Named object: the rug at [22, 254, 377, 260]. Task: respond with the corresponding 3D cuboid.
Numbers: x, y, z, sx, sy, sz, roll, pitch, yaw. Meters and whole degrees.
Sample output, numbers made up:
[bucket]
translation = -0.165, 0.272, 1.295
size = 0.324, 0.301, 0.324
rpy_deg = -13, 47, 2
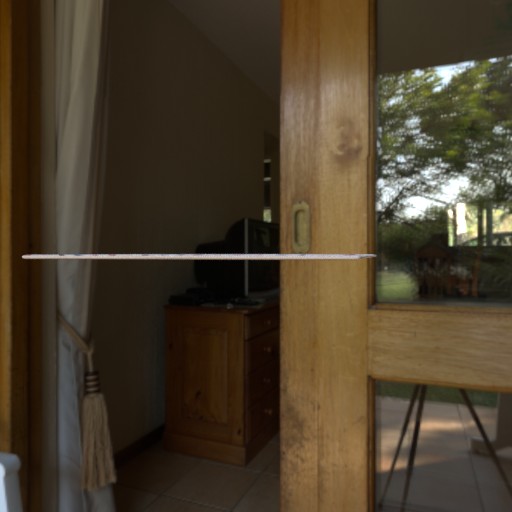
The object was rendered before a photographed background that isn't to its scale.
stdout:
[rug]
translation = 0.000, 0.000, 2.990
size = 1.521, 0.023, 2.464
rpy_deg = 0, 0, 16
